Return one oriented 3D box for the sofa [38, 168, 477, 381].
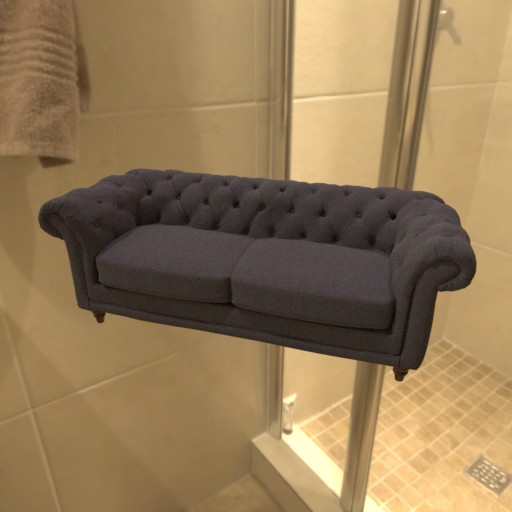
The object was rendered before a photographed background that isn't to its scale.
[{"bbox_3d":[0.000,0.000,2.777,2.335,0.836,1.046,7,26,16],"label":"sofa"}]
